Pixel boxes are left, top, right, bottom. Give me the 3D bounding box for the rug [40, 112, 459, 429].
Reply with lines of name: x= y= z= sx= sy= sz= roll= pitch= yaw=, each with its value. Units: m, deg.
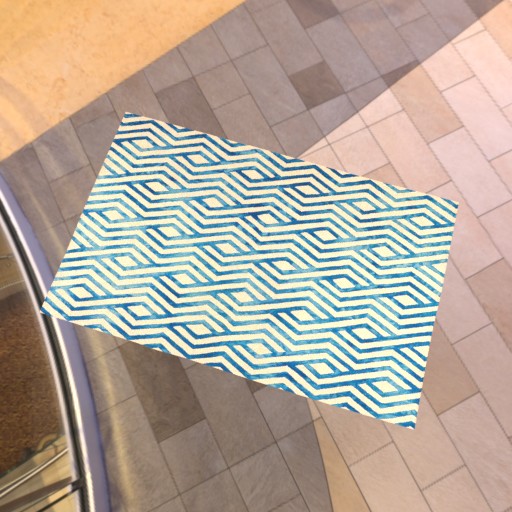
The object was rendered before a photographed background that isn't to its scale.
rug: x=0.000 y=0.000 z=2.937 sx=2.439 sy=0.008 sz=1.531 roll=16 pitch=75 yaw=4
